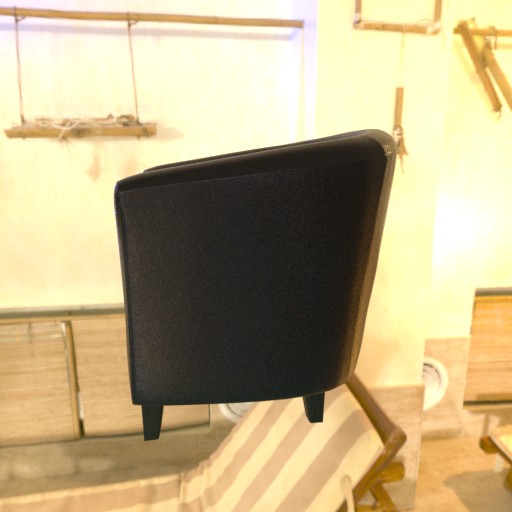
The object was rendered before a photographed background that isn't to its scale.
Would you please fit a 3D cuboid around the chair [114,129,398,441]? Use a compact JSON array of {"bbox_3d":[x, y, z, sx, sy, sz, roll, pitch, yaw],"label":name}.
[{"bbox_3d":[0.000,0.000,1.367,0.727,0.756,0.793,-2,13,-9],"label":"chair"}]
